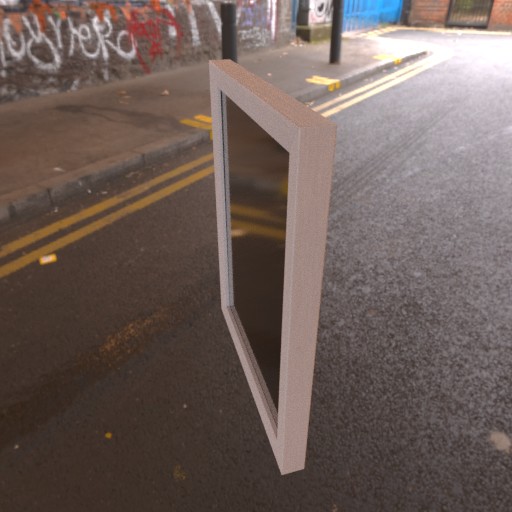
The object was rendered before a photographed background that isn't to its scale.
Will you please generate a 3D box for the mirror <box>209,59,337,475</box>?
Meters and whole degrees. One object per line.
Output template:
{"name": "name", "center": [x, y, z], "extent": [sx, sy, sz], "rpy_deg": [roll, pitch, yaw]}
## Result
{"name": "mirror", "center": [0.000, 0.000, 0.686], "extent": [0.041, 0.508, 0.405], "rpy_deg": [-9, 33, -14]}
